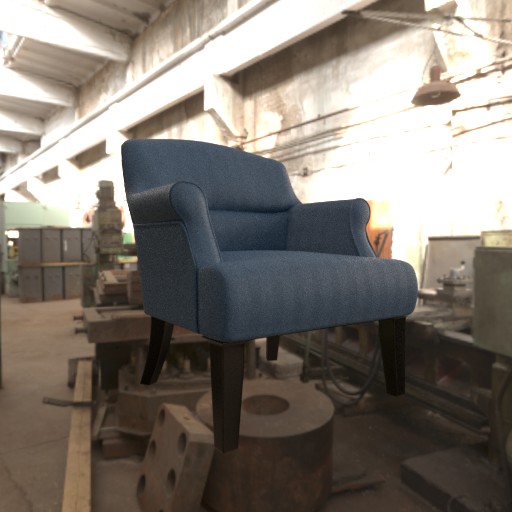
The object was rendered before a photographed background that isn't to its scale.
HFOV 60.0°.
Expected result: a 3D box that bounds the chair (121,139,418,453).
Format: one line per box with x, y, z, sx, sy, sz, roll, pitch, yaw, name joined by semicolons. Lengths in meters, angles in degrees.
0.000;0.000;1.467;0.770;0.878;0.754;-1;2;-36;chair
